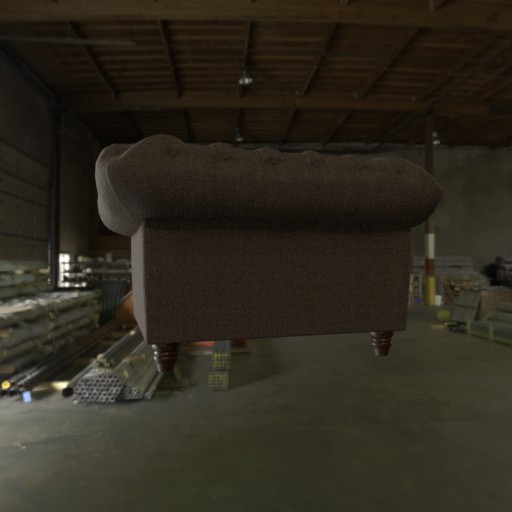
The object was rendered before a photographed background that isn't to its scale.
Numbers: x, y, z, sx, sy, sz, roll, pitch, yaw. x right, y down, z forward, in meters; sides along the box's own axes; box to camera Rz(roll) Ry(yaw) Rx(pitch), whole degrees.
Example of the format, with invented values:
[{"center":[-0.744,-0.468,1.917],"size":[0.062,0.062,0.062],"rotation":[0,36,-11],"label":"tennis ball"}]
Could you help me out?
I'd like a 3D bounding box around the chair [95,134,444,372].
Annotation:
[{"center":[0.000,0.000,1.898],"size":[1.298,0.780,0.945],"rotation":[0,-1,-18],"label":"chair"}]
